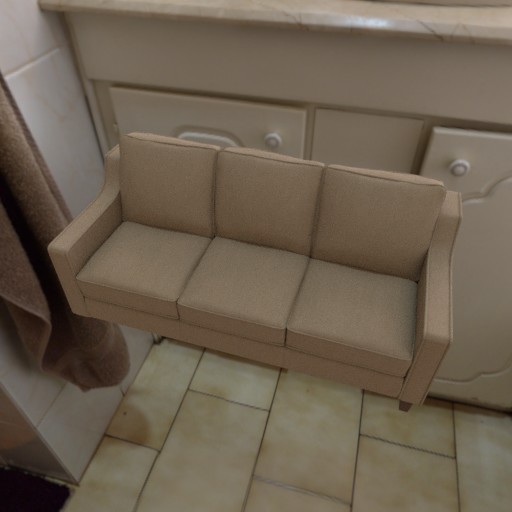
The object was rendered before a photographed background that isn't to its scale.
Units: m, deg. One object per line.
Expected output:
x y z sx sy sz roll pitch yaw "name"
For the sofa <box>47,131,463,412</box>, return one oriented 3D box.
0.000 0.000 2.468 1.986 0.974 0.911 12 44 13 "sofa"
